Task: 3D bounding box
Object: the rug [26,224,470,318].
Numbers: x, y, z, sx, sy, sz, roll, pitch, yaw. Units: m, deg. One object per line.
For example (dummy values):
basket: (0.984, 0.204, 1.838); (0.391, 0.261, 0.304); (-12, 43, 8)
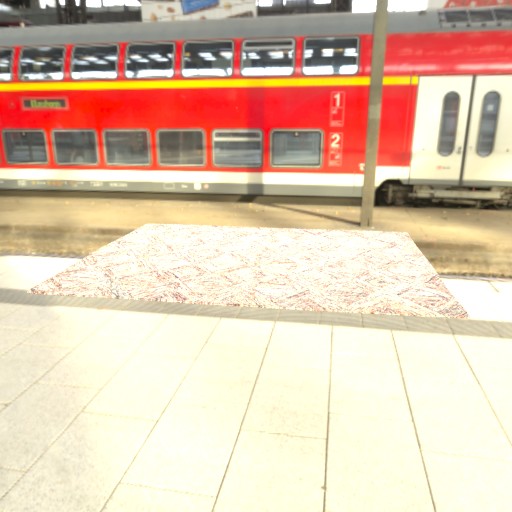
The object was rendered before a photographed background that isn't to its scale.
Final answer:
rug: (0.000, 0.000, 4.286); (3.226, 0.024, 2.436); (2, 17, 8)
